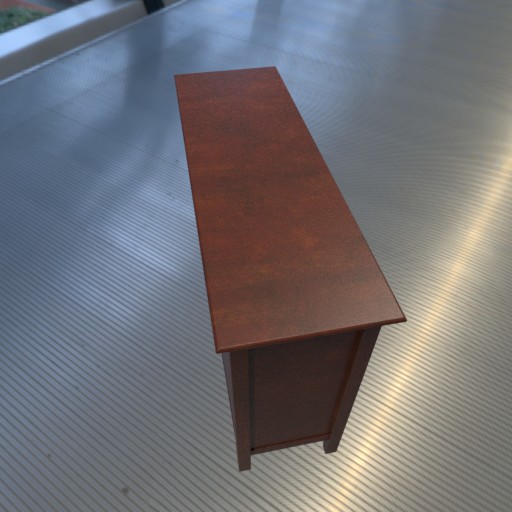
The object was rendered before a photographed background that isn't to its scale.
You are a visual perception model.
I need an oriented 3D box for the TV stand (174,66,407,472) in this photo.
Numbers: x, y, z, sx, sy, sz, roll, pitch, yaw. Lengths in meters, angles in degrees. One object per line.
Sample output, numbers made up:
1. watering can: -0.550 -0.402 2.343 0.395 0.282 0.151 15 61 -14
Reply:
1. TV stand: 0.000 0.000 1.783 0.445 0.915 1.372 -8 47 -8
